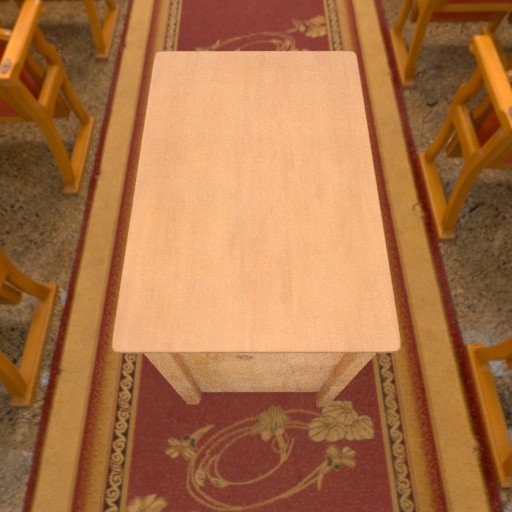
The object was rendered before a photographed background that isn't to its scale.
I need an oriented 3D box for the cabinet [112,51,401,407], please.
[{"bbox_3d":[0.000,0.000,1.274,0.503,0.762,0.763,0,63,0],"label":"cabinet"}]
